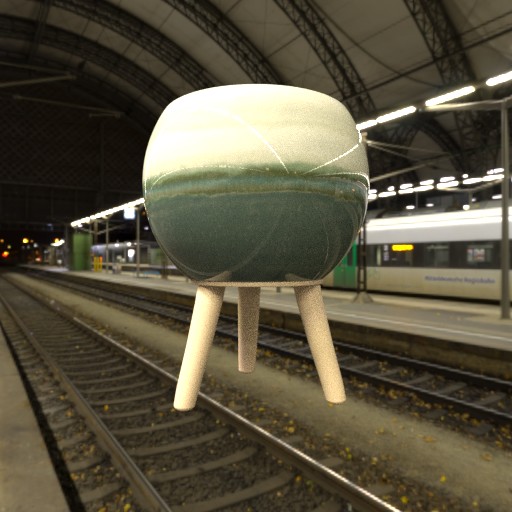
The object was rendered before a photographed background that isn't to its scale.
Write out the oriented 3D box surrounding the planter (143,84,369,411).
[{"bbox_3d":[0.000,0.000,0.447,0.222,0.278,0.222,0,0,0],"label":"planter"}]
